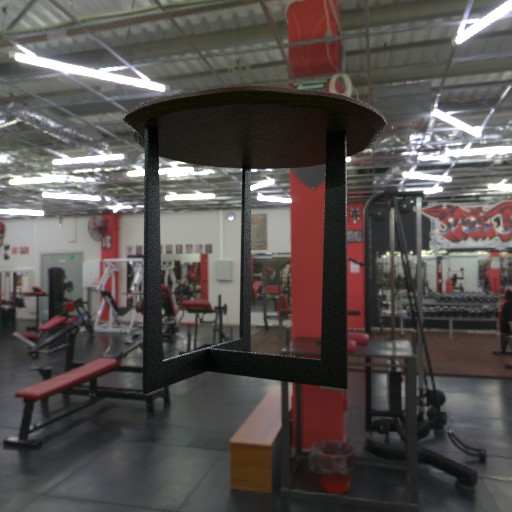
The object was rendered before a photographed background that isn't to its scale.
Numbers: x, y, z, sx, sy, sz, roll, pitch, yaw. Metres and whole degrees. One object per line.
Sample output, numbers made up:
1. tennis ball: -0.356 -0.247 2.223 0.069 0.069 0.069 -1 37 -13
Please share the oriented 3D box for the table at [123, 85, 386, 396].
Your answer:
1. table: 0.000 0.000 0.868 0.494 0.476 0.477 0 -2 17
